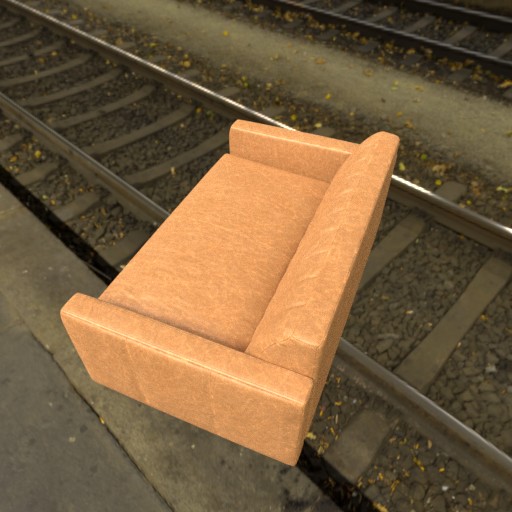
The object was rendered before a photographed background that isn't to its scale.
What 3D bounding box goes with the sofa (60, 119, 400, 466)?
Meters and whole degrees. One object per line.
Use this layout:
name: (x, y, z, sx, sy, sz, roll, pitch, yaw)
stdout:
sofa: (0.000, 0.000, 2.103, 0.960, 0.820, 1.549, 17, 47, 16)
